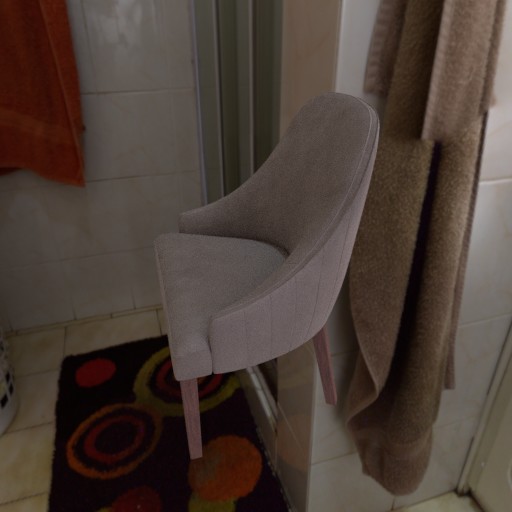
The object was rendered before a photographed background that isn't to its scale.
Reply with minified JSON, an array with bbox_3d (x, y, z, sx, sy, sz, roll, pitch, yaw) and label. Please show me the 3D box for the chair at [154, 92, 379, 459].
[{"bbox_3d":[0.000,0.000,1.324,0.575,0.889,0.643,-8,31,-13],"label":"chair"}]
